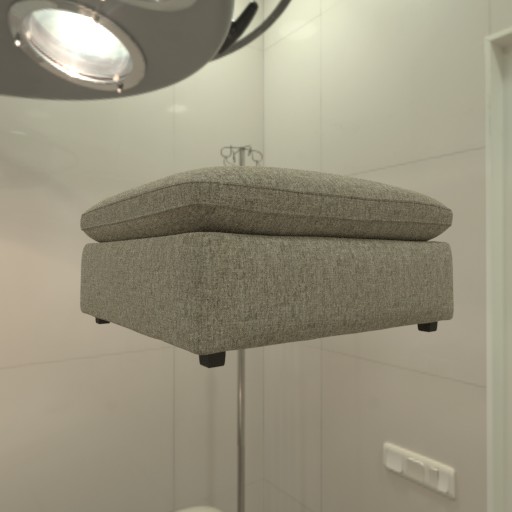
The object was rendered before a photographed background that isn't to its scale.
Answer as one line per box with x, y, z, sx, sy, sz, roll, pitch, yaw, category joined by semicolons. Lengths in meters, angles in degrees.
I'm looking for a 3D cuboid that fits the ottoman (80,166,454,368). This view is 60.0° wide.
0.000;0.000;1.644;1.039;0.526;1.035;0;-1;-36;ottoman
